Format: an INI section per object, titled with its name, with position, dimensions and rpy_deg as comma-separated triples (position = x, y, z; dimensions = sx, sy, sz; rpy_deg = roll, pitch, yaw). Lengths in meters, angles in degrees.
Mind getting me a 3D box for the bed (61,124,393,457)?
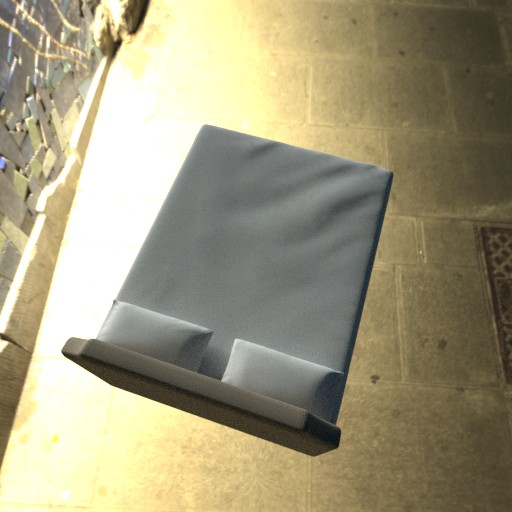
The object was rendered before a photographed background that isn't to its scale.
[bed]
position = 0.000, 0.000, 3.581
dimensions = 1.977, 1.293, 2.498
rpy_deg = 16, 65, 8
